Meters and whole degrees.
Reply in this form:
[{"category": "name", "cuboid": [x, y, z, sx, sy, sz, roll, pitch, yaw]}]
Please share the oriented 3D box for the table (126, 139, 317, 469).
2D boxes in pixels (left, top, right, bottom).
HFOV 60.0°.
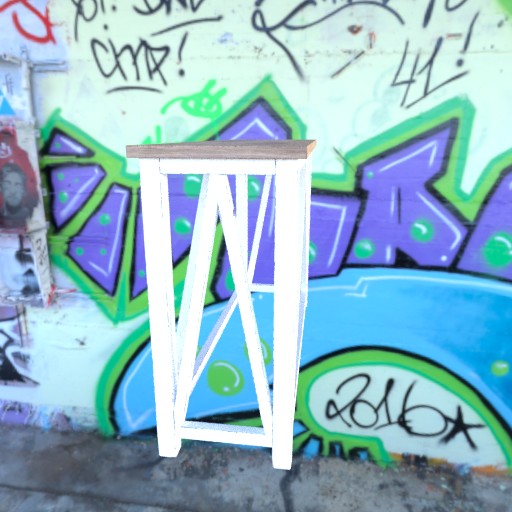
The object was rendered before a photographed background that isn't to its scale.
[{"category": "table", "cuboid": [0.000, 0.000, 1.859, 0.450, 0.930, 1.400, 2, 15, 8]}]
